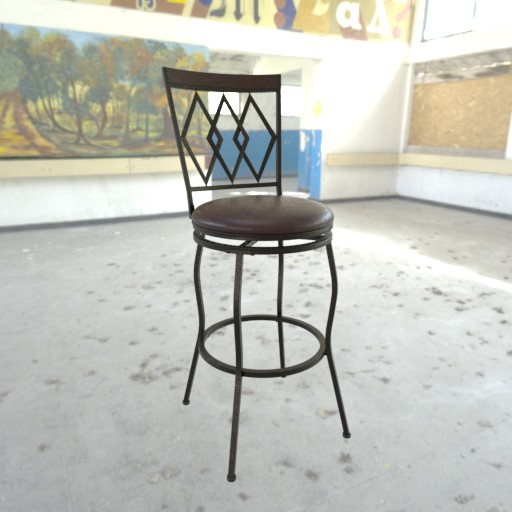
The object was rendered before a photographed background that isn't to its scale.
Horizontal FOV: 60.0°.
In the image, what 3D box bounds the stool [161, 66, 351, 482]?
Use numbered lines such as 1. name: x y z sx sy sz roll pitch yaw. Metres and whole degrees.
1. stool: 0.000 0.000 1.398 0.432 1.134 0.521 -8 18 -26
